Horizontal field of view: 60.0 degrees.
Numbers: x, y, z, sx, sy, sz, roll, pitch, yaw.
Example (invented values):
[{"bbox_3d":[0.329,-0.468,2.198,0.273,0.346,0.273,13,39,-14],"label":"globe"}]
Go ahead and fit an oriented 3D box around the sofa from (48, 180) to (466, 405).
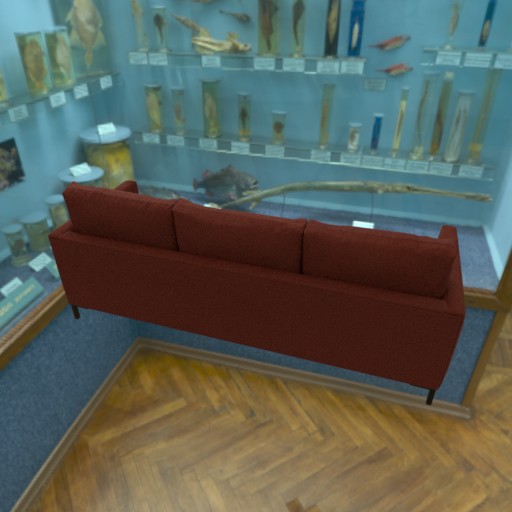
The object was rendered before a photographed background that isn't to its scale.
[{"bbox_3d":[0.000,0.000,2.672,2.252,0.879,0.875,10,34,15],"label":"sofa"}]
